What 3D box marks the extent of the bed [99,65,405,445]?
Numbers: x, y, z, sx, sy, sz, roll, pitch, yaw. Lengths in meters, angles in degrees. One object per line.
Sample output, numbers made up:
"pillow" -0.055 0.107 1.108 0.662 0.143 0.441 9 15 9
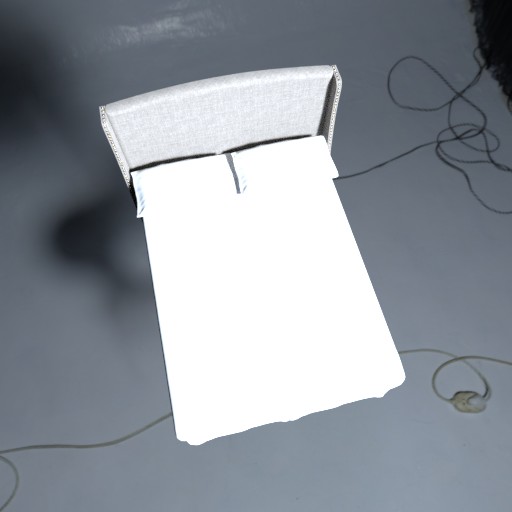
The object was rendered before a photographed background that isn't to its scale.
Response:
"bed" 0.000 0.000 3.259 1.710 1.407 2.237 -12 66 -6
